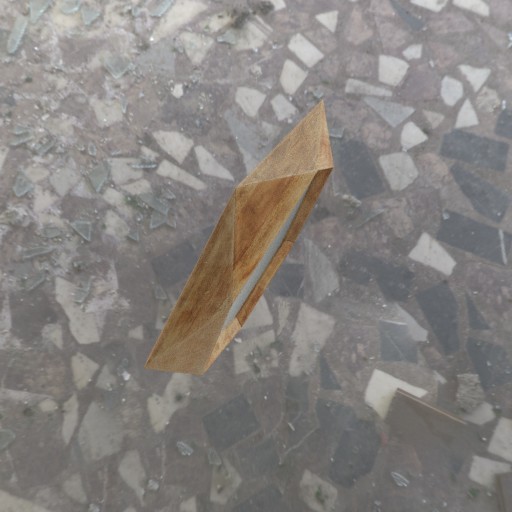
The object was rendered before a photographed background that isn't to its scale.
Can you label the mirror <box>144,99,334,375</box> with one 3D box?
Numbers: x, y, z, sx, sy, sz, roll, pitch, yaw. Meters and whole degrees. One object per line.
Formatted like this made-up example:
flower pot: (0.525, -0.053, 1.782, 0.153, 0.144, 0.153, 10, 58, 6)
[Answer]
mirror: (0.000, 0.000, 1.089, 0.091, 0.779, 0.675, 31, 78, 7)
